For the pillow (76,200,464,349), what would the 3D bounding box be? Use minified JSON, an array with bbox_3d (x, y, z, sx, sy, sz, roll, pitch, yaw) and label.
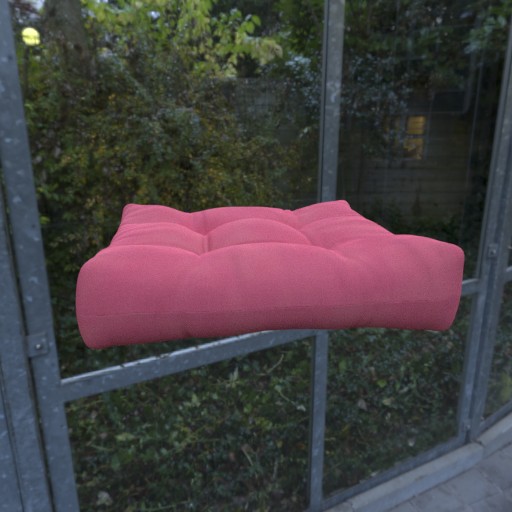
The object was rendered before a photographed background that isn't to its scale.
[{"bbox_3d":[0.000,0.000,0.745,0.490,0.128,0.468,-2,15,-9],"label":"pillow"}]
